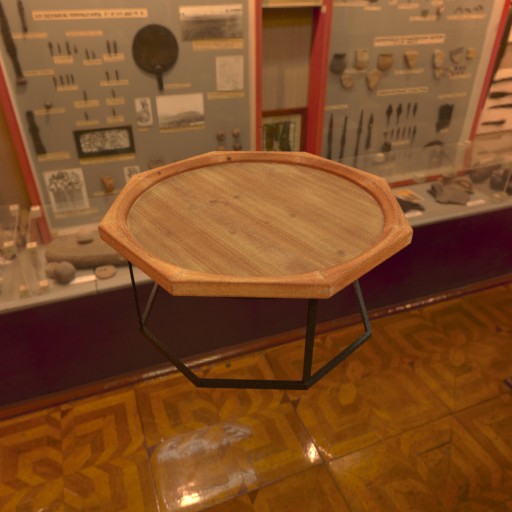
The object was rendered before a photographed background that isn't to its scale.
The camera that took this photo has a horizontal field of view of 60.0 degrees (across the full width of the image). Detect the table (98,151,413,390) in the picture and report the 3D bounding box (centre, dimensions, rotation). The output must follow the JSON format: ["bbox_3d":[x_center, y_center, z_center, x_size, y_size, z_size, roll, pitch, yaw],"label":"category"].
[{"bbox_3d":[0.000,0.000,1.579,1.002,0.444,1.002,0,33,0],"label":"table"}]
